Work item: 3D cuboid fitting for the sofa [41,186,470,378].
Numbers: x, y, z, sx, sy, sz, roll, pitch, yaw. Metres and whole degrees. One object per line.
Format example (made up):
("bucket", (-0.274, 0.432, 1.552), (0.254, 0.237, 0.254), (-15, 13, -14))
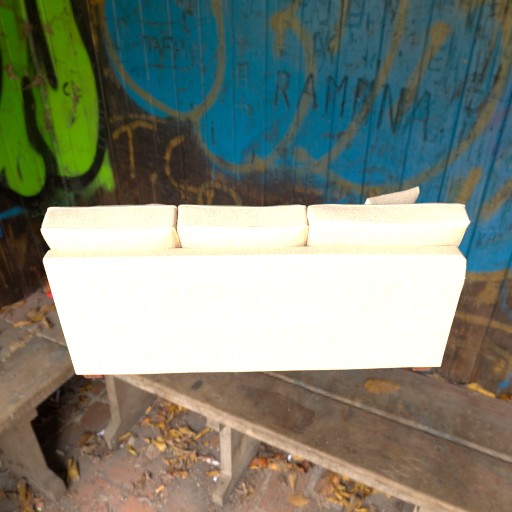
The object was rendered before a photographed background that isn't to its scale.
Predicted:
("sofa", (0.000, 0.000, 2.569), (1.962, 0.946, 1.034), (-1, 30, -2))
